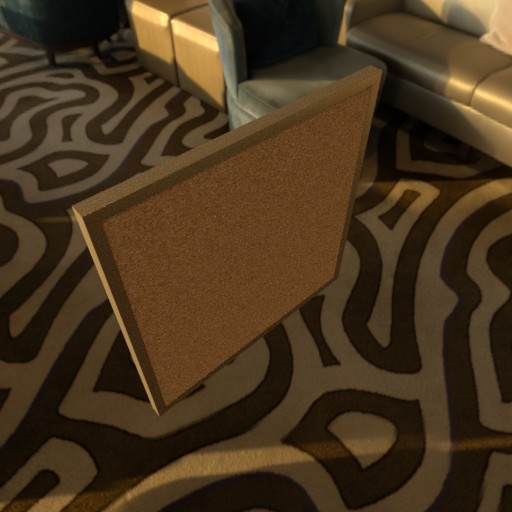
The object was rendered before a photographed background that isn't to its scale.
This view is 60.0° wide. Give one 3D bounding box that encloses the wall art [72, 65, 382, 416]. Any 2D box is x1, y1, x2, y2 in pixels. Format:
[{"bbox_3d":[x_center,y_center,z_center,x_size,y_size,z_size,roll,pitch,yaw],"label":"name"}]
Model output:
[{"bbox_3d":[0.000,0.000,1.161,0.767,0.765,0.036,-33,56,-27],"label":"wall art"}]
